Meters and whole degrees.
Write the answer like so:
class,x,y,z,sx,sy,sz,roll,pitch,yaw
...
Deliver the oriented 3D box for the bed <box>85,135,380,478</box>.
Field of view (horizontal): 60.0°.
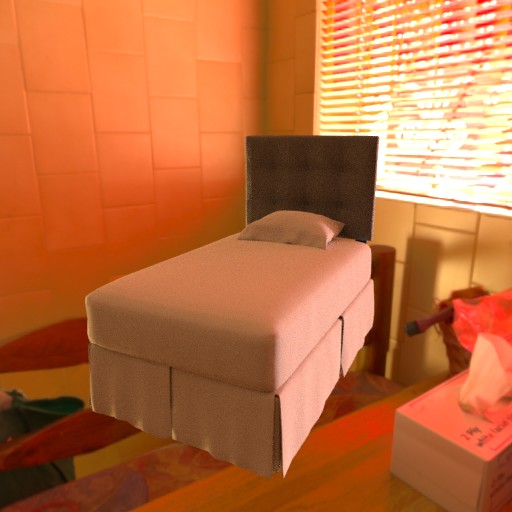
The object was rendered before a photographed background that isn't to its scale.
class,x,y,z,sx,sy,sz,roll,pitch,yaw
bed,0.000,0.000,2.971,1.261,1.571,1.997,7,17,26
